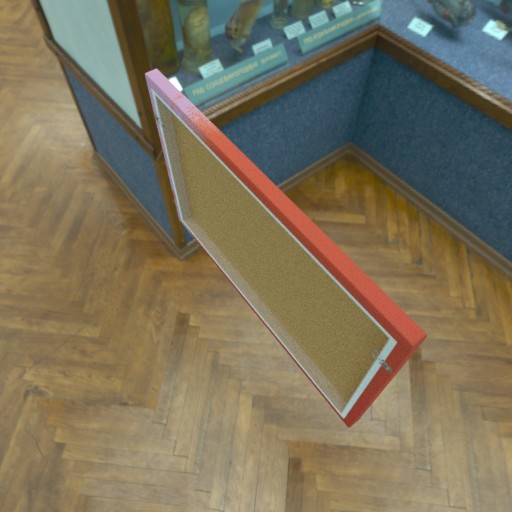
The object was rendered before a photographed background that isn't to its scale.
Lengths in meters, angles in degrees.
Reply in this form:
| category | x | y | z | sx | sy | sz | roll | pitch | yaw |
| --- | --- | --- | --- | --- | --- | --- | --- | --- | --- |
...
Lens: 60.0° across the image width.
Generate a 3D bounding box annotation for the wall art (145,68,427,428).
| category | x | y | z | sx | sy | sz | roll | pitch | yaw |
| --- | --- | --- | --- | --- | --- | --- | --- | --- | --- |
| wall art | 0.000 | 0.000 | 1.186 | 0.040 | 0.609 | 0.913 | -32 | 62 | -19 |
